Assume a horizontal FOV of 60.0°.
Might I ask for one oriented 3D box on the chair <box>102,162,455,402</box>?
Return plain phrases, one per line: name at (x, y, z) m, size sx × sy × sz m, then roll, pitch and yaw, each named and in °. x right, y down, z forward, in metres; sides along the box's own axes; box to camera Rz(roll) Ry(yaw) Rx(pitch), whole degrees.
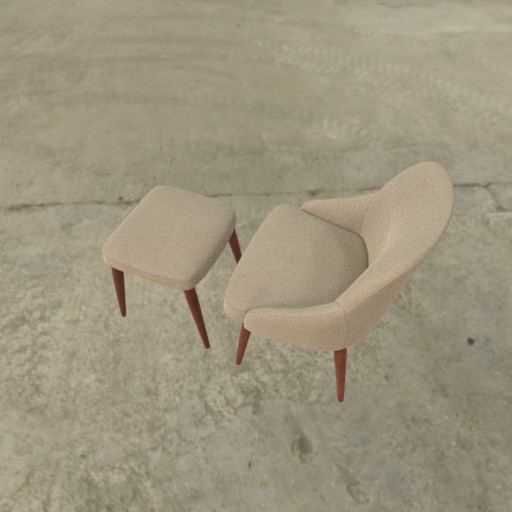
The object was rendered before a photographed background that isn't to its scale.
chair at (0.000, 0.000, 1.610) m, size 1.114 × 0.866 × 0.584 m, roll 17°, pitch 51°, yaw 15°
